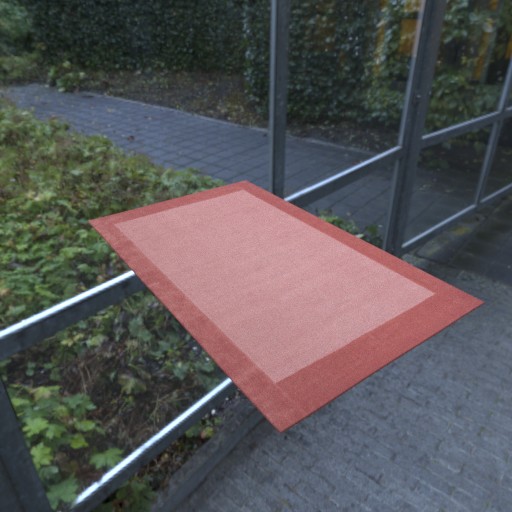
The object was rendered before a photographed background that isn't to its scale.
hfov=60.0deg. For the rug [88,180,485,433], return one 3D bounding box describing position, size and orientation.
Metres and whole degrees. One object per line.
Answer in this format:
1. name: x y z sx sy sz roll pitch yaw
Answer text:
1. rug: 0.000 0.000 3.047 1.524 0.014 2.438 -20 36 -30
